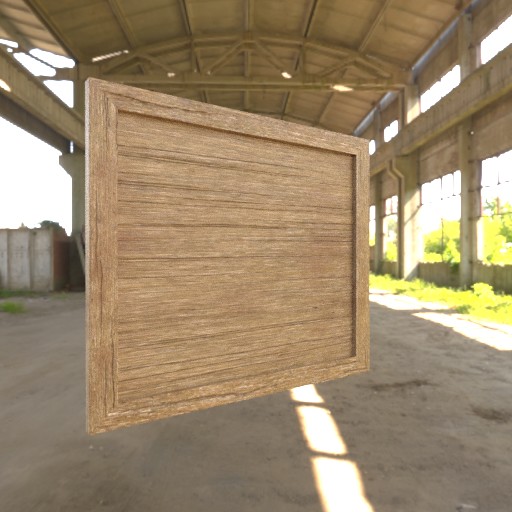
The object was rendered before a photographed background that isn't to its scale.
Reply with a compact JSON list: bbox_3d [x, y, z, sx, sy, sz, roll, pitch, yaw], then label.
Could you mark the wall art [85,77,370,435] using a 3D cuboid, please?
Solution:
[{"bbox_3d":[0.000,0.000,0.938,0.690,0.588,0.026,0,0,-35],"label":"wall art"}]
